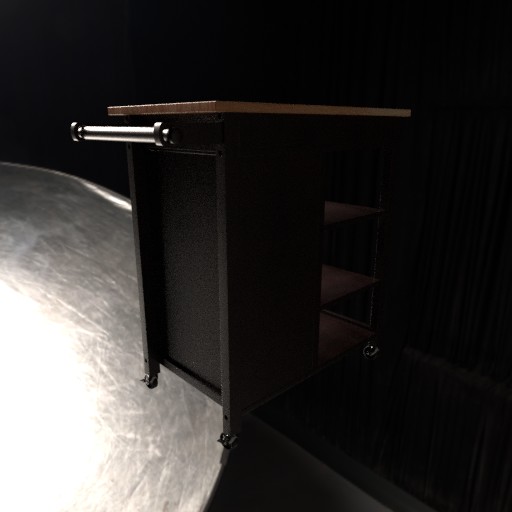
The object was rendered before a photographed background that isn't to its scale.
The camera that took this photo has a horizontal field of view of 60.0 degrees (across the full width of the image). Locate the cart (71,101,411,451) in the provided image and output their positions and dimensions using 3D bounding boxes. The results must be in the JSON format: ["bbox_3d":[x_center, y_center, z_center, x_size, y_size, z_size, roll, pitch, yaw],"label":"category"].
[{"bbox_3d":[0.000,0.000,1.387,0.914,0.878,0.472,-15,22,-41],"label":"cart"}]
